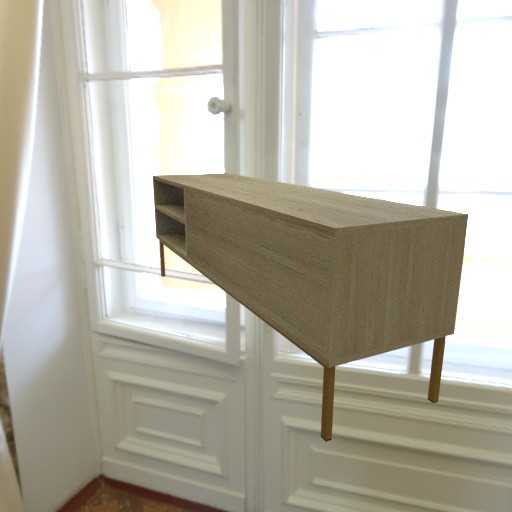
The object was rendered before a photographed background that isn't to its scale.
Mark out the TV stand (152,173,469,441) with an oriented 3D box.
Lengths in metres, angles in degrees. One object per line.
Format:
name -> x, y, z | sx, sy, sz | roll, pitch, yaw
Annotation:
TV stand -> 0.000, 0.000, 1.808 | 0.420, 0.550, 1.600 | -7, 16, -26
